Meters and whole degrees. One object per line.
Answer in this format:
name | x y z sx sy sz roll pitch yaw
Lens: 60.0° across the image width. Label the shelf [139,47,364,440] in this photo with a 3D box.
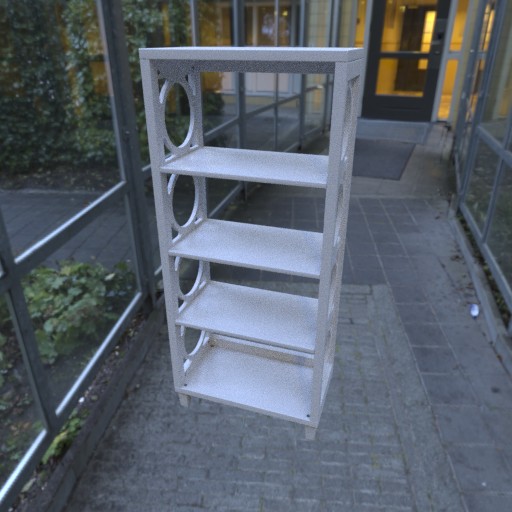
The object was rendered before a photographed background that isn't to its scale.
shelf | 0.000 0.000 1.661 0.611 1.411 0.340 9 27 17
